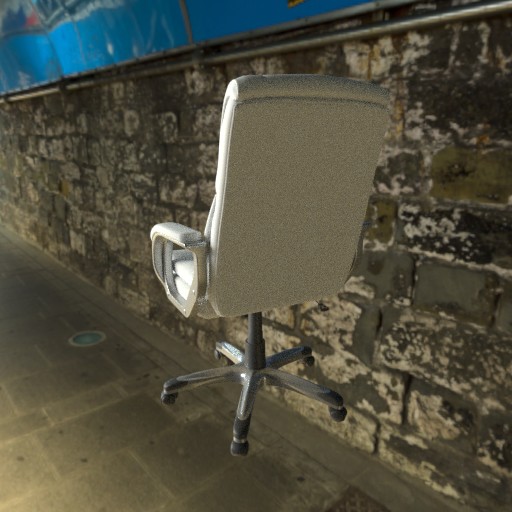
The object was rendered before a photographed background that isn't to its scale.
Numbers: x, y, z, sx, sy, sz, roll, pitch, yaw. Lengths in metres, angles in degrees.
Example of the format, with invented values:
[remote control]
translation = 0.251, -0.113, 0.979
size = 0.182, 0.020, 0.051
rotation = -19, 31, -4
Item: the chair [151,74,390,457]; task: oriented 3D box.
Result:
[chair]
translation = 0.000, 0.000, 1.564
size = 0.687, 1.120, 0.738
rotation = -8, 17, -27
